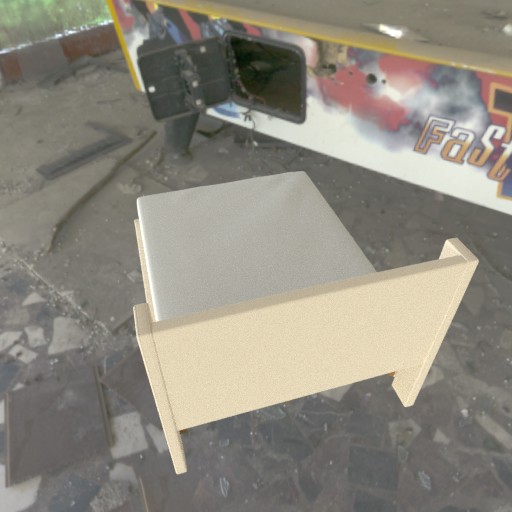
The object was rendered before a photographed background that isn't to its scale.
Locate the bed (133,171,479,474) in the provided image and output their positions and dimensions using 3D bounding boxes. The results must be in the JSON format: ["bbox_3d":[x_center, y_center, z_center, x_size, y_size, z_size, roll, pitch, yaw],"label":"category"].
[{"bbox_3d":[0.000,0.000,3.421,1.765,1.471,2.280,-11,43,-12],"label":"bed"}]
